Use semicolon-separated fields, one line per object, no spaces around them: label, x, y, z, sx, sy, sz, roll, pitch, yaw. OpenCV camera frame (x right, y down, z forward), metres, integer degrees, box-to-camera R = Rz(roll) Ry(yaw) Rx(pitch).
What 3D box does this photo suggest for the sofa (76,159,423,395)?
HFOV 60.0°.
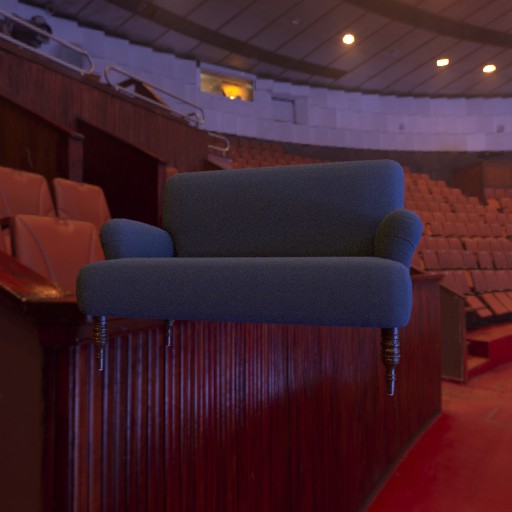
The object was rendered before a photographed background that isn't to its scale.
sofa;0.000;0.000;1.855;1.297;0.889;0.779;0;-1;18
